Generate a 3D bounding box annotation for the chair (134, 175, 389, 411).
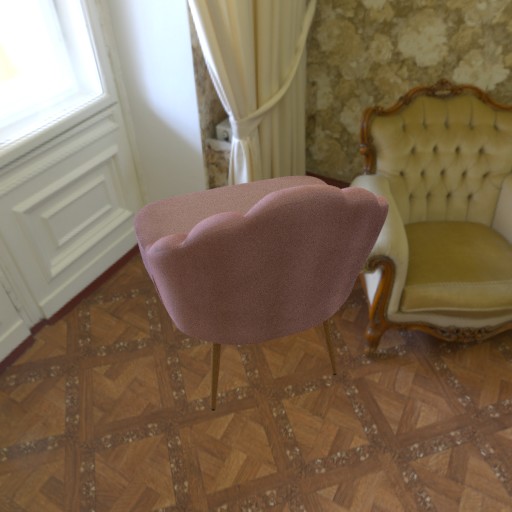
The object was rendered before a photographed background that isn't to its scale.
[{"bbox_3d":[0.000,0.000,1.318,0.657,0.819,0.599,-12,43,-13],"label":"chair"}]
